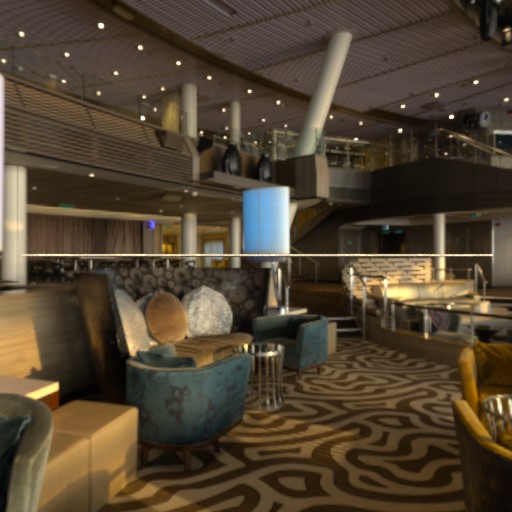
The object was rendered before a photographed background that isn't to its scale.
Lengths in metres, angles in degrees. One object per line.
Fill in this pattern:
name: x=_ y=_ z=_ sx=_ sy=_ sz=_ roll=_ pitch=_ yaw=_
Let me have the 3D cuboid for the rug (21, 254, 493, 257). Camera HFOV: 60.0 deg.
rug: x=0.000 y=0.000 z=4.364 sx=3.353 sy=0.013 sz=2.438 roll=0 pitch=0 yaw=-1
